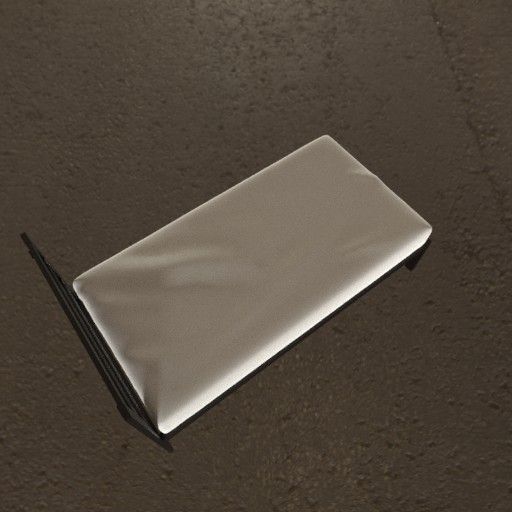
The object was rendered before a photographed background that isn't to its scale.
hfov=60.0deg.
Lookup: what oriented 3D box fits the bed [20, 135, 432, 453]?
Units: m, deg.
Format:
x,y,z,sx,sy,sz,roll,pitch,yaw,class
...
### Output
x,y,z,sx,sy,sz,roll,pitch,yaw,class
0.000,0.000,2.491,1.930,0.967,0.991,-33,65,-17,bed
